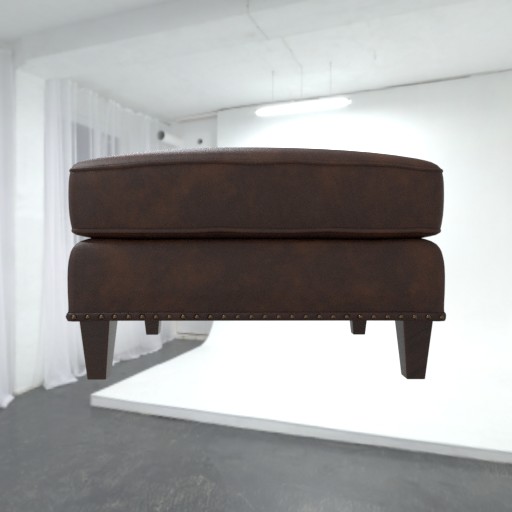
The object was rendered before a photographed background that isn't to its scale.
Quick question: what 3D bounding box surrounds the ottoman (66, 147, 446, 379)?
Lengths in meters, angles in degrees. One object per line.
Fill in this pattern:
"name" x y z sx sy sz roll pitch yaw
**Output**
"ottoman" 0.000 0.000 1.134 0.742 0.486 0.586 0 0 0
